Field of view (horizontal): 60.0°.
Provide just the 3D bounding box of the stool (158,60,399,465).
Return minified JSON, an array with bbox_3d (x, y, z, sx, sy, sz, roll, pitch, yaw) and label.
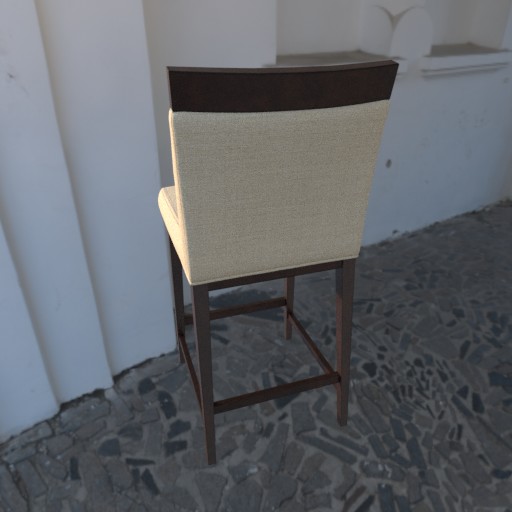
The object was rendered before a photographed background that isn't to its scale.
[{"bbox_3d":[0.000,0.000,1.357,0.511,1.117,0.531,-9,29,-16],"label":"stool"}]
